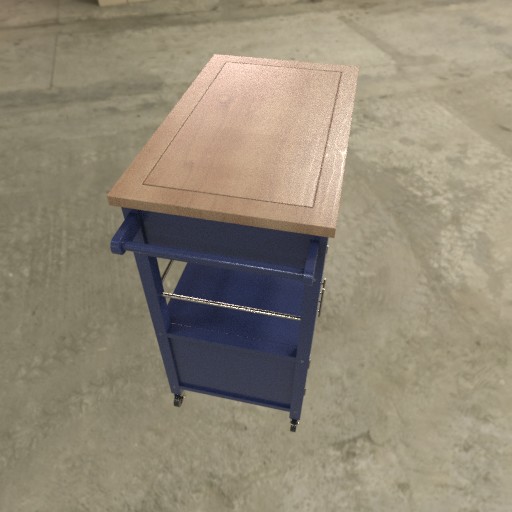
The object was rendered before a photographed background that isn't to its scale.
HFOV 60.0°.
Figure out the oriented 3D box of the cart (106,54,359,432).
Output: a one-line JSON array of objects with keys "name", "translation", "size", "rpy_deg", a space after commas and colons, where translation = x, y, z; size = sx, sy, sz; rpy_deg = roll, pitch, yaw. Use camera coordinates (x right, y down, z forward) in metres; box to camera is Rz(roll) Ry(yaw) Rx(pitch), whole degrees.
[{"name": "cart", "translation": [0.000, 0.000, 1.402], "size": [0.459, 0.901, 0.840], "rpy_deg": [9, 45, 9]}]
